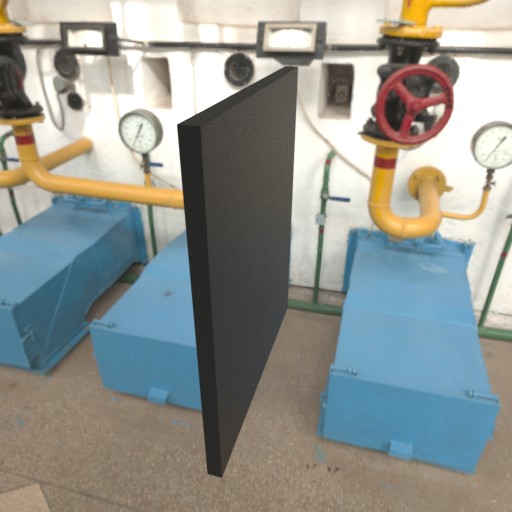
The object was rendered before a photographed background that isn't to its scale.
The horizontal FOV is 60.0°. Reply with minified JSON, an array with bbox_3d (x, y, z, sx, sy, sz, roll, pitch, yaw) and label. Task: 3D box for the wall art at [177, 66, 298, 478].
[{"bbox_3d":[0.000,0.000,0.699,0.023,0.505,0.428,8,31,14],"label":"wall art"}]
